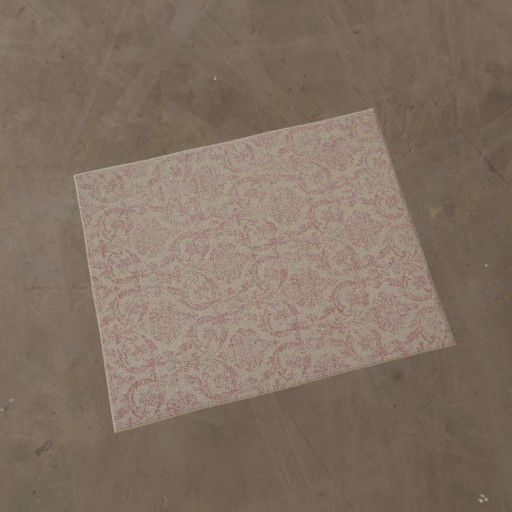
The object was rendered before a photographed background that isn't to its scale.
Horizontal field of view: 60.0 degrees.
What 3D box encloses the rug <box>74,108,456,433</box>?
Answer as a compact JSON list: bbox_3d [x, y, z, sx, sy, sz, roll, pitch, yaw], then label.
[{"bbox_3d":[0.000,0.000,4.018,2.980,0.012,2.363,-13,76,-3],"label":"rug"}]
